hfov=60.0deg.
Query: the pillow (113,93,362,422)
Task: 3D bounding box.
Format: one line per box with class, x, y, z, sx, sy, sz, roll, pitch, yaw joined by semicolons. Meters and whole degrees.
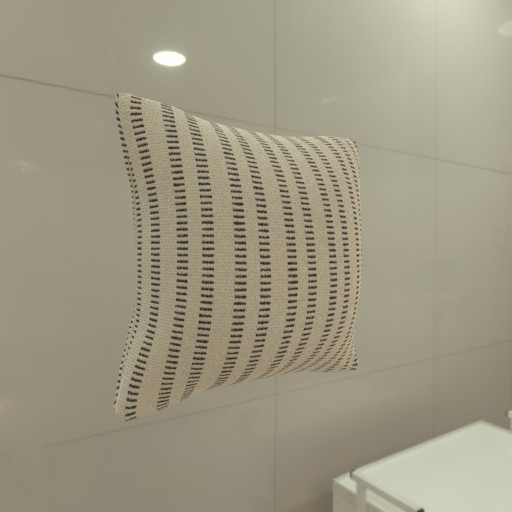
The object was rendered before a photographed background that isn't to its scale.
pillow;0.000;0.000;0.683;0.438;0.419;0.247;-1;1;-35
